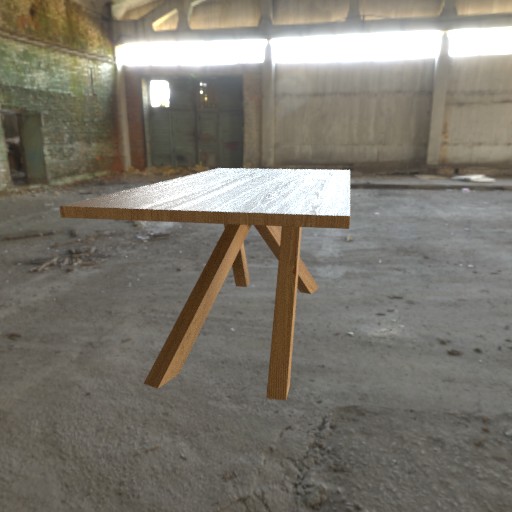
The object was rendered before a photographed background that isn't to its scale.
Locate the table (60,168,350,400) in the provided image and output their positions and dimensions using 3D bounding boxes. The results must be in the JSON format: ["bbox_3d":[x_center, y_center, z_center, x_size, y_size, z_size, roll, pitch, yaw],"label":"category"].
[{"bbox_3d":[0.000,0.000,2.261,0.901,0.750,1.797,3,15,11],"label":"table"}]
